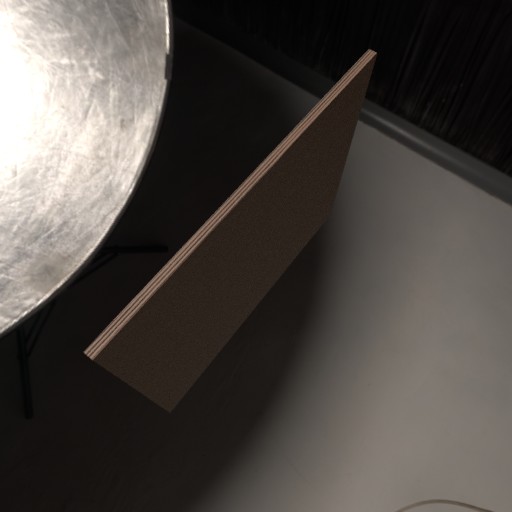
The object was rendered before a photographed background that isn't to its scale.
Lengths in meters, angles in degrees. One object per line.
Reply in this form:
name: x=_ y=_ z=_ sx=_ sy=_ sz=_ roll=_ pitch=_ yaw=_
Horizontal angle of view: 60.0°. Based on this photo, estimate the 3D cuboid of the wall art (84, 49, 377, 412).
wall art: x=0.000 y=0.000 z=0.679 sx=0.013 sy=0.406 sz=0.508 roll=35 pitch=69 yaw=15
